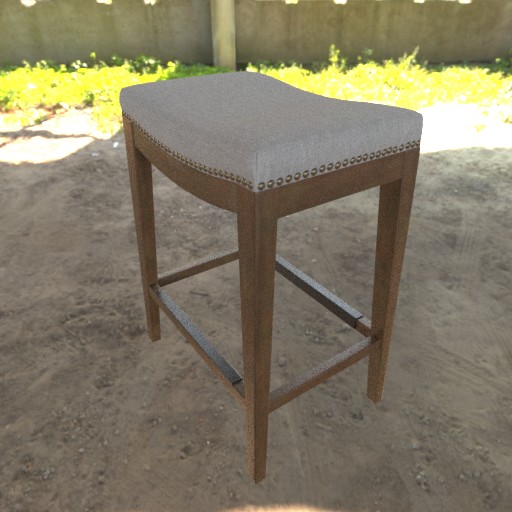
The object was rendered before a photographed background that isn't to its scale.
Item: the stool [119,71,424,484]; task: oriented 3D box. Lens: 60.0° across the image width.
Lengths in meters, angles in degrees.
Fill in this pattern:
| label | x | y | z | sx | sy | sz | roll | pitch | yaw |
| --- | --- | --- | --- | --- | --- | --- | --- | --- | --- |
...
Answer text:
| label | x | y | z | sx | sy | sz | roll | pitch | yaw |
| --- | --- | --- | --- | --- | --- | --- | --- | --- | --- |
| stool | 0.000 | 0.000 | 0.943 | 0.356 | 0.660 | 0.508 | -20 | 37 | -29 |
